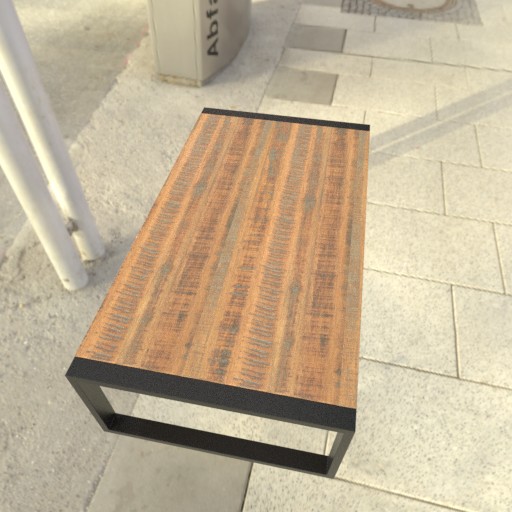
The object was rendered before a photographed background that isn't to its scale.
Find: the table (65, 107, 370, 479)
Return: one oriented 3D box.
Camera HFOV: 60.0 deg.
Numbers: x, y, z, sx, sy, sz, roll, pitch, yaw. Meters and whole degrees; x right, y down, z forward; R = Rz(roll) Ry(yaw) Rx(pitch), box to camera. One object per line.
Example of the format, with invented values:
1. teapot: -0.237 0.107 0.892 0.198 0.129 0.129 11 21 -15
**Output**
1. table: 0.000 0.000 1.693 0.750 0.400 1.350 8 49 7
